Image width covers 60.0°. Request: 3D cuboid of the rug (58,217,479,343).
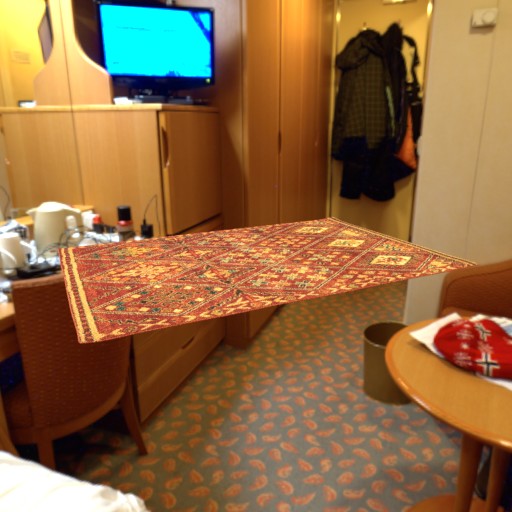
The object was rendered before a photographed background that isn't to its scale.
[{"bbox_3d":[0.000,0.000,2.856,2.286,0.026,1.521,-8,19,-25],"label":"rug"}]
